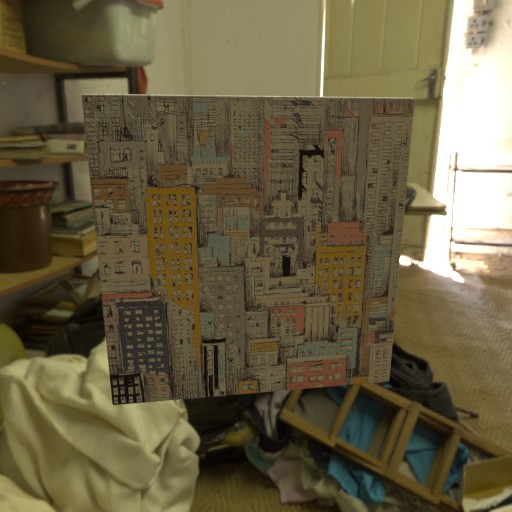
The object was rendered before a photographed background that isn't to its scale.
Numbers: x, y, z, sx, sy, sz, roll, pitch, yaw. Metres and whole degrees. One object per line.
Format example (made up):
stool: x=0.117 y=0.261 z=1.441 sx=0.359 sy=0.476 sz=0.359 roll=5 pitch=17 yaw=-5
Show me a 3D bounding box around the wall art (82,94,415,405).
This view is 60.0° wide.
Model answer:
wall art: x=0.000 y=0.000 z=0.896 sx=0.607 sy=0.608 sz=0.038 roll=-2 pitch=16 yaw=-8
